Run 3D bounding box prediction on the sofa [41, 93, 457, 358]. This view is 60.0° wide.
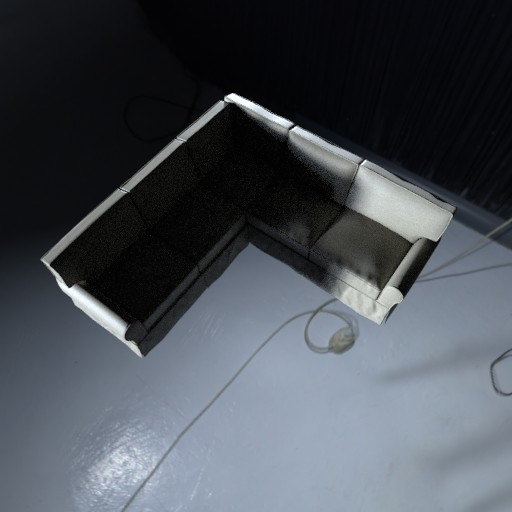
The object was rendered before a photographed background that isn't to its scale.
[{"bbox_3d":[0.000,0.000,4.122,2.623,1.081,2.618,32,64,18],"label":"sofa"}]
